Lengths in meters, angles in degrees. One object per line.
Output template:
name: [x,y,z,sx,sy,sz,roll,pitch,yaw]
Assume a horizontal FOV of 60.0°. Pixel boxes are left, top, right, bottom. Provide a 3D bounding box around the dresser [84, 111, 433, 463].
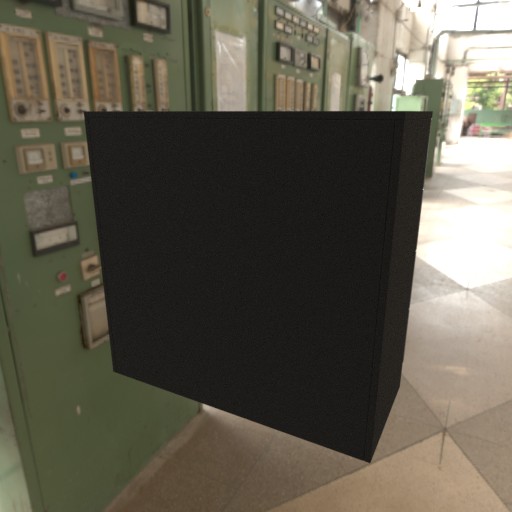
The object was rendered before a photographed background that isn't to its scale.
dresser: [0.000,0.000,1.160,0.750,0.720,0.360,9,20,27]
